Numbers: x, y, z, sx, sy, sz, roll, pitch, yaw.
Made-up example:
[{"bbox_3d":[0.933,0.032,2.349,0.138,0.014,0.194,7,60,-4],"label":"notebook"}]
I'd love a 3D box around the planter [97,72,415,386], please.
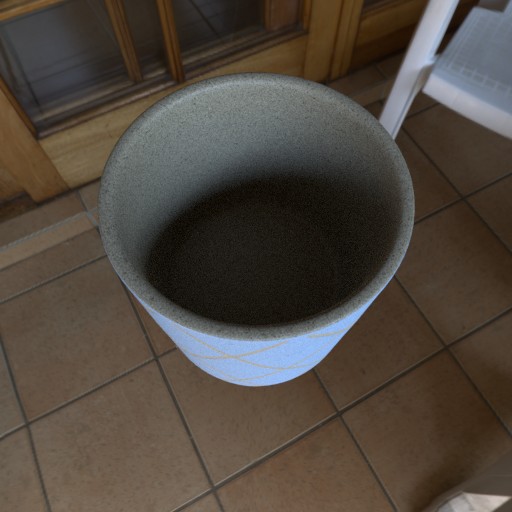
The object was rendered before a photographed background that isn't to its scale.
[{"bbox_3d":[0.000,0.000,0.357,0.191,0.200,0.191,0,65,0],"label":"planter"}]
